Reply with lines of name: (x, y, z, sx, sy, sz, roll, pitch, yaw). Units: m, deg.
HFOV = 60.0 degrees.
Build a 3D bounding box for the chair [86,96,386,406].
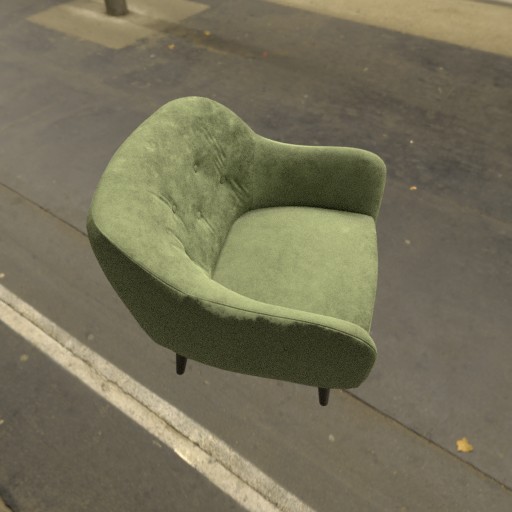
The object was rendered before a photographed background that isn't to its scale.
chair: (0.000, 0.000, 1.520, 0.819, 0.804, 0.840, 10, 48, 9)
